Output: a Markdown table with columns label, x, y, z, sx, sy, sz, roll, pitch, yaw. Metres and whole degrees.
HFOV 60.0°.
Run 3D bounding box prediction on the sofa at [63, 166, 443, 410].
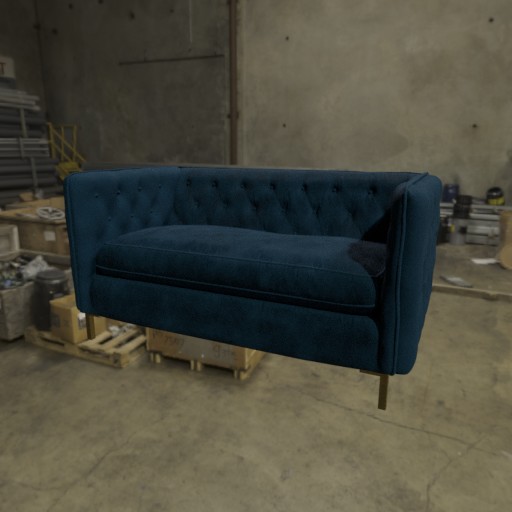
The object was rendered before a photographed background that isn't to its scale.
| label | x | y | z | sx | sy | sz | roll | pitch | yaw |
| --- | --- | --- | --- | --- | --- | --- | --- | --- | --- |
| sofa | 0.000 | 0.000 | 2.142 | 1.583 | 0.810 | 0.909 | 6 | 15 | 24 |
